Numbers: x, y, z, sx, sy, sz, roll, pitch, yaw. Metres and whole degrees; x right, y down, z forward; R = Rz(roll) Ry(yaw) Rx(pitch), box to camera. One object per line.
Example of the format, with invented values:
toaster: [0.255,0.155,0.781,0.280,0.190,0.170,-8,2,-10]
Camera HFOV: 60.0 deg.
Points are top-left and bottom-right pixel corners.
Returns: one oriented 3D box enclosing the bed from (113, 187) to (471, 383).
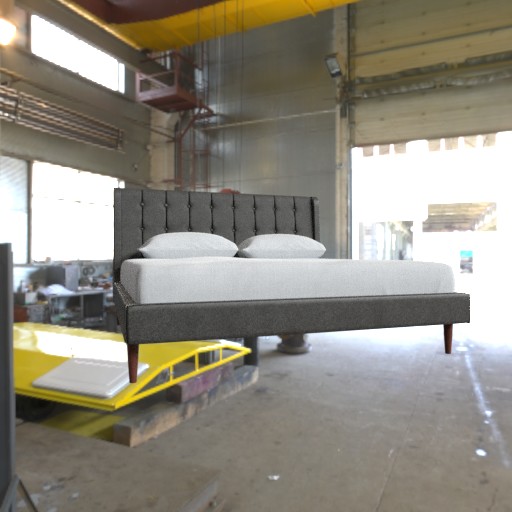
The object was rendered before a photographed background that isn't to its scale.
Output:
bed: [0.000,0.000,3.168,1.903,1.158,2.031,0,0,-19]
